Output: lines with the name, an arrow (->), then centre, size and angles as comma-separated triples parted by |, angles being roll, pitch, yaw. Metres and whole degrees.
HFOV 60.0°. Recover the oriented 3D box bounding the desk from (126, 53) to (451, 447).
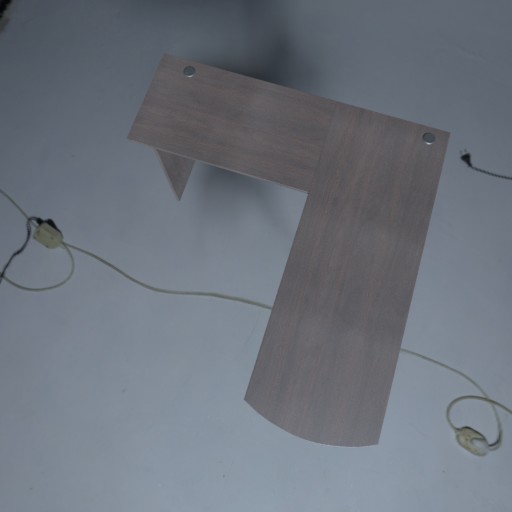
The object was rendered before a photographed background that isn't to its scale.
desk -> 0.000, 0.000, 2.115 | 1.303, 0.716, 1.361 | 17, 76, 5
